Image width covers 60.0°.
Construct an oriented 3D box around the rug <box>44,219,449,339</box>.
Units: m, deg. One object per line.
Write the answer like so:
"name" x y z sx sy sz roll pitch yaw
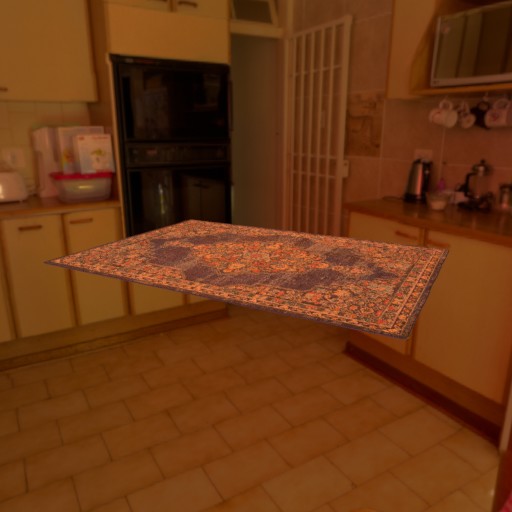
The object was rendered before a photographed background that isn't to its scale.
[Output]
"rug" 0.000 0.000 3.875 2.940 0.011 2.053 9 18 27
